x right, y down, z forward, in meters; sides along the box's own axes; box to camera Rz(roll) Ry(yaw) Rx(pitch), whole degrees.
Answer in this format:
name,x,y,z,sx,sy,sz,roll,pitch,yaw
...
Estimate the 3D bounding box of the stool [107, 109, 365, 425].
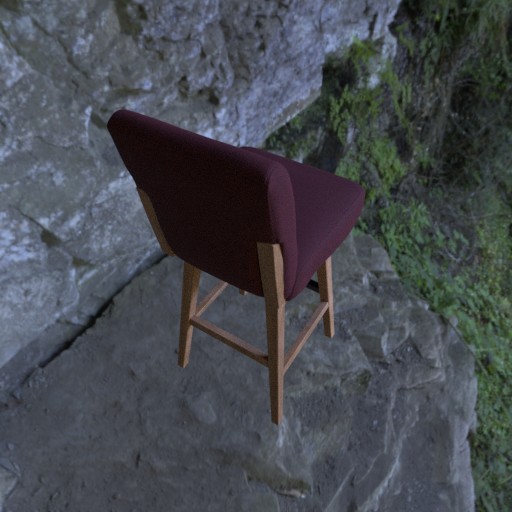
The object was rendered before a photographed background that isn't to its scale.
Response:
name,x,y,z,sx,sy,sz,roll,pitch,yaw
stool,0.000,0.000,1.389,0.468,1.093,0.562,24,50,22
